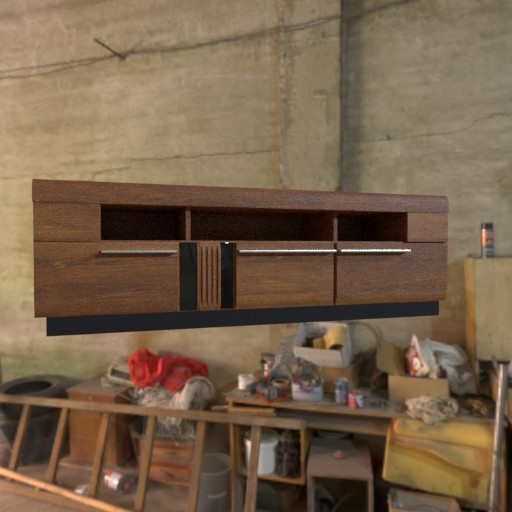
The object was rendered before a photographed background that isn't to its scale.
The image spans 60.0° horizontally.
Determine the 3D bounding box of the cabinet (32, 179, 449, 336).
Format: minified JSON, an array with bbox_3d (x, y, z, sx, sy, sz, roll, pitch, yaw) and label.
[{"bbox_3d":[0.000,0.000,1.819,1.600,0.510,0.419,0,1,-17],"label":"cabinet"}]
